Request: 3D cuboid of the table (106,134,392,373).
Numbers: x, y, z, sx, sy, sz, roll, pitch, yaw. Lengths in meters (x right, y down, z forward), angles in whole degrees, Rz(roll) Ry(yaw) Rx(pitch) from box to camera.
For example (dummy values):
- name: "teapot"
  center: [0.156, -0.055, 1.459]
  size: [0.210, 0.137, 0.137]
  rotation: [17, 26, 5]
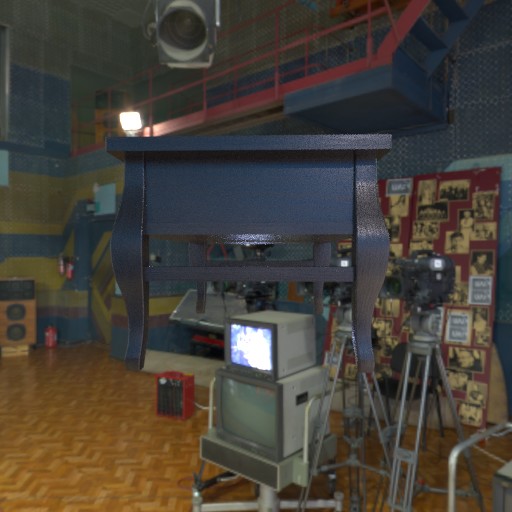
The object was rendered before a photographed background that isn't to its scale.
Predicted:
- name: "table"
  center: [0.000, 0.000, 1.432]
  size: [0.600, 0.494, 1.062]
  rotation: [0, 0, 2]
